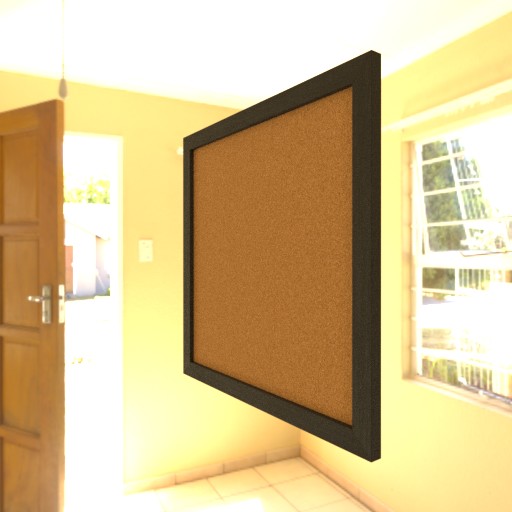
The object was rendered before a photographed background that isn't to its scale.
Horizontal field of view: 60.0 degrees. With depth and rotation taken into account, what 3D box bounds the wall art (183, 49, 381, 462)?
[{"bbox_3d":[0.000,0.000,1.511,0.038,1.016,1.016,0,0,-36],"label":"wall art"}]
